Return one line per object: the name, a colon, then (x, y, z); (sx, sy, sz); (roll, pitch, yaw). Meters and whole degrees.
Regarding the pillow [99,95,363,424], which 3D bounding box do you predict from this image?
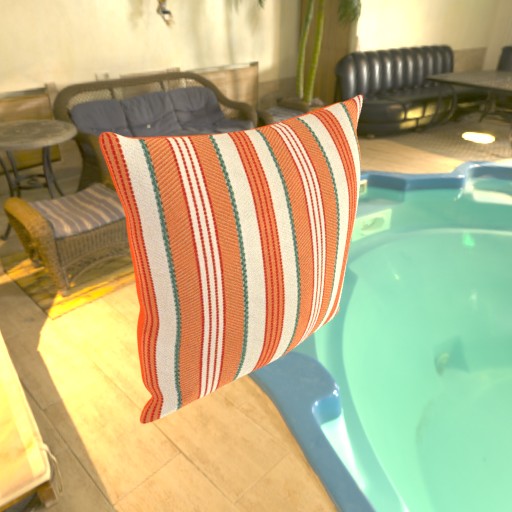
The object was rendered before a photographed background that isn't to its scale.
pillow: (0.000, 0.000, 0.682); (0.440, 0.441, 0.182); (-22, 36, -33)
